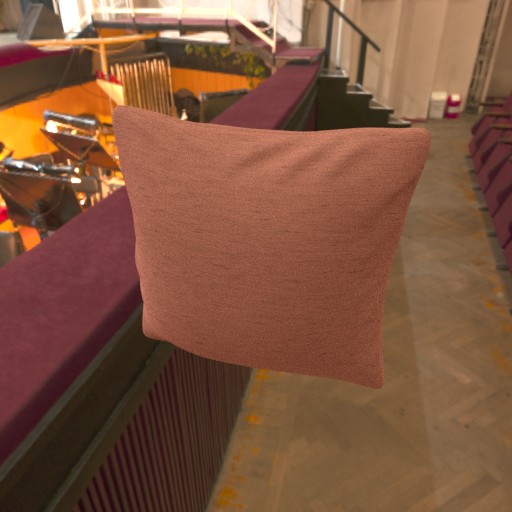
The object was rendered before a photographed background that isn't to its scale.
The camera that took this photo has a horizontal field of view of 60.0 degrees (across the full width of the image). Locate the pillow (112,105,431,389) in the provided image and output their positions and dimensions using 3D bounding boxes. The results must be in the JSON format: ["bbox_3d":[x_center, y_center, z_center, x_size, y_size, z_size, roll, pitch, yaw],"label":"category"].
[{"bbox_3d":[0.000,0.000,0.671,0.432,0.415,0.246,9,31,15],"label":"pillow"}]
